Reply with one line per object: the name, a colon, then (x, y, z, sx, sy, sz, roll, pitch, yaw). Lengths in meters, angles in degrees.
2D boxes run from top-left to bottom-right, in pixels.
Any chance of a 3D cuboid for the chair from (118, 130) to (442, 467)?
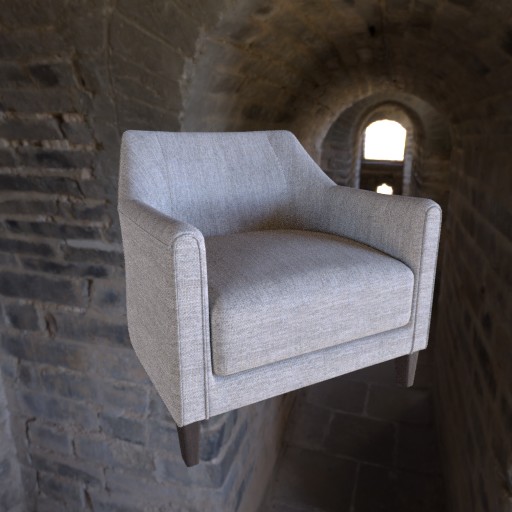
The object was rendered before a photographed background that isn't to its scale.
chair: (0.000, 0.000, 1.395, 0.796, 0.761, 0.758, -8, 18, -27)
